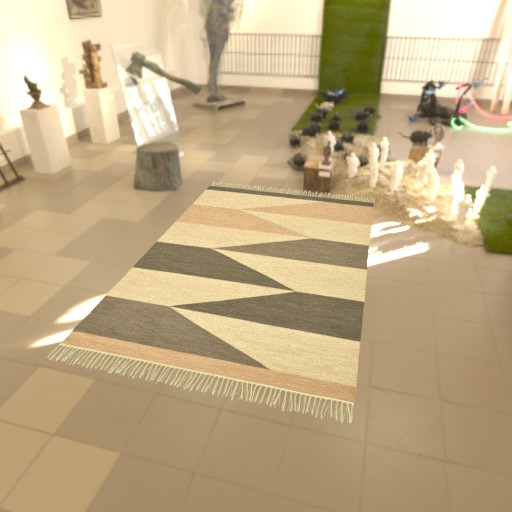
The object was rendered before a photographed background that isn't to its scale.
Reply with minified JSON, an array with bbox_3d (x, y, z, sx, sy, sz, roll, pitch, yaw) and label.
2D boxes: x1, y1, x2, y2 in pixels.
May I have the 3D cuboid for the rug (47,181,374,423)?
[{"bbox_3d":[0.000,0.000,2.486,1.224,0.027,2.021,8,32,13],"label":"rug"}]
